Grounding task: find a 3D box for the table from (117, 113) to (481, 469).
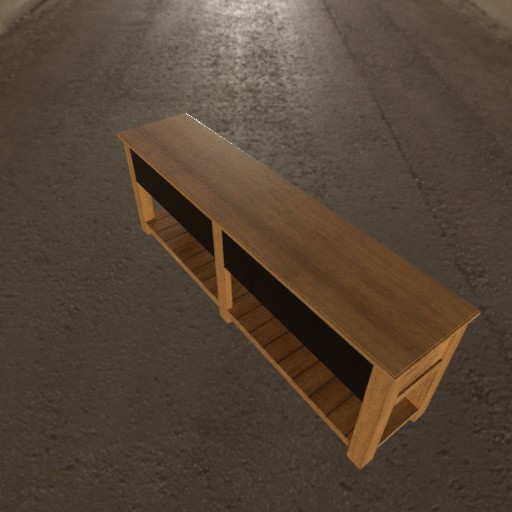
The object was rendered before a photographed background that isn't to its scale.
[{"bbox_3d":[0.000,0.000,2.043,0.425,0.635,1.815,-27,48,-27],"label":"table"}]
